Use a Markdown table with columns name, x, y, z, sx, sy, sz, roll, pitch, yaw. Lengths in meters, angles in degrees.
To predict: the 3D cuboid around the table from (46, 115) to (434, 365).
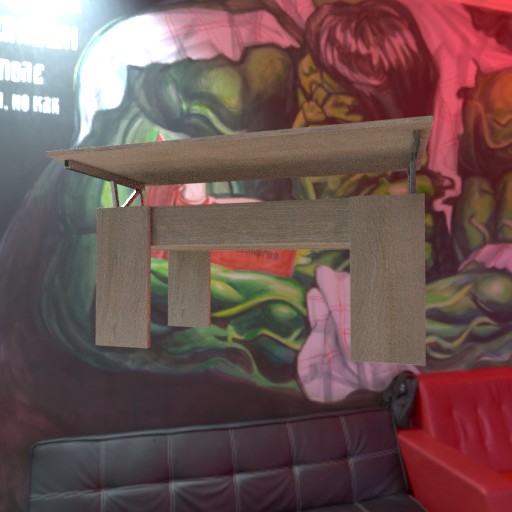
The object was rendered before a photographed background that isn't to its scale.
| name | x | y | z | sx | sy | sz | roll | pitch | yaw |
| --- | --- | --- | --- | --- | --- | --- | --- | --- | --- |
| table | 0.000 | 0.000 | 1.411 | 1.000 | 0.570 | 0.711 | 0 | -1 | 17 |
